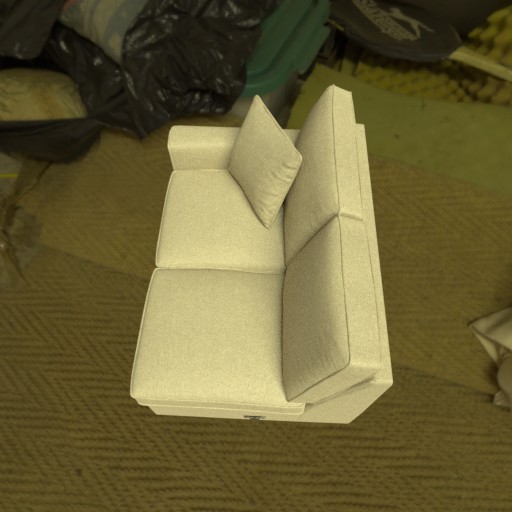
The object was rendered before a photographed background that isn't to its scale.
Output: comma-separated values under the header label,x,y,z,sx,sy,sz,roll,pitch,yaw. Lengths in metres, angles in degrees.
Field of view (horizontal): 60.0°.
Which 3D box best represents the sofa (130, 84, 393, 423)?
label,x,y,z,sx,sy,sz,roll,pitch,yaw
sofa,0.000,0.000,2.112,0.991,0.989,1.388,2,60,1
